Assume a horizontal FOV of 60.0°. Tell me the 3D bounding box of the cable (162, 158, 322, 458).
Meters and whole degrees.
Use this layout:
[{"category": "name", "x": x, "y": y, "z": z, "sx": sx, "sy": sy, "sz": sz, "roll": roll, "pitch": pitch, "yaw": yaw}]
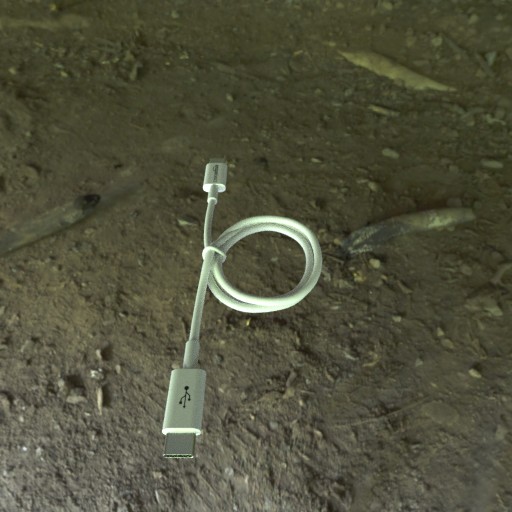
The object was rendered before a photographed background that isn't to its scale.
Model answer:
[{"category": "cable", "x": 0.000, "y": 0.000, "z": 0.231, "sx": 0.070, "sy": 0.014, "sz": 0.203, "roll": 0, "pitch": 43, "yaw": 0}]
